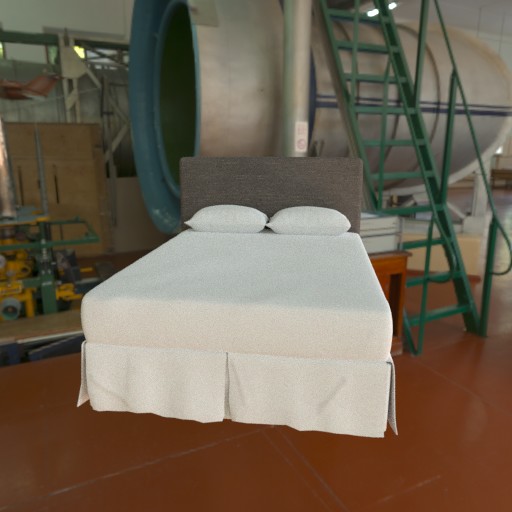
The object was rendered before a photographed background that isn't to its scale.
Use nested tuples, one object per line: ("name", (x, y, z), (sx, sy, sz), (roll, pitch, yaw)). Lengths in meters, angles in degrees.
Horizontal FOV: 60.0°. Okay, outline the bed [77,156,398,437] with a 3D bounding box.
("bed", (0.000, 0.000, 3.156), (1.723, 1.330, 2.142), (2, 14, 8))
